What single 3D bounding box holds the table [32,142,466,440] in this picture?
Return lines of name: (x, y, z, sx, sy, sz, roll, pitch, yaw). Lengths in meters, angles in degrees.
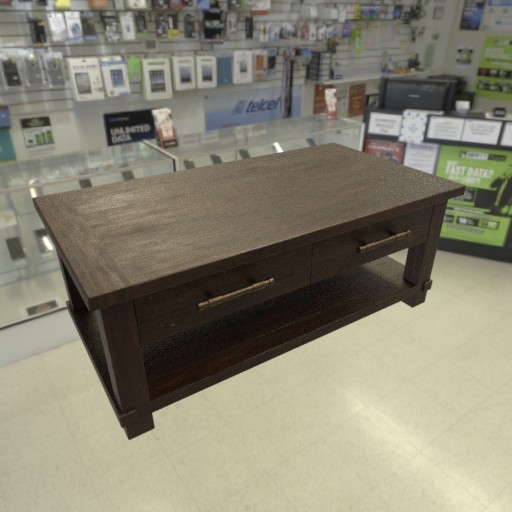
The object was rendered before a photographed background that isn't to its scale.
table: (0.000, 0.000, 1.585, 1.270, 0.494, 0.700, -17, 33, -28)
